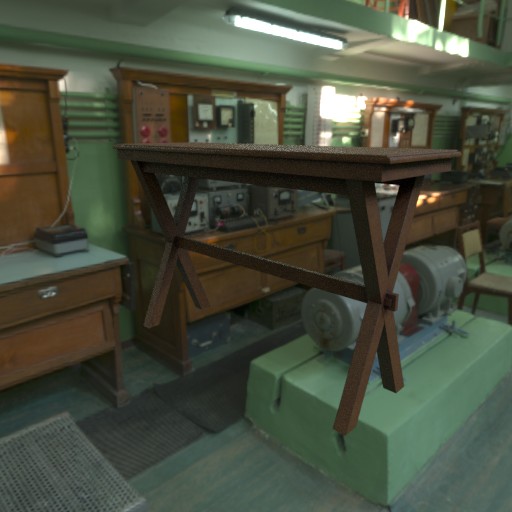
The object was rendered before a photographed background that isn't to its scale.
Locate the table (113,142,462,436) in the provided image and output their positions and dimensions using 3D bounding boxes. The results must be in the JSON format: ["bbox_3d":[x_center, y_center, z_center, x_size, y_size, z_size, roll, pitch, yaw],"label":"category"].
[{"bbox_3d":[0.000,0.000,1.590,1.197,0.763,0.399,15,22,42],"label":"table"}]
